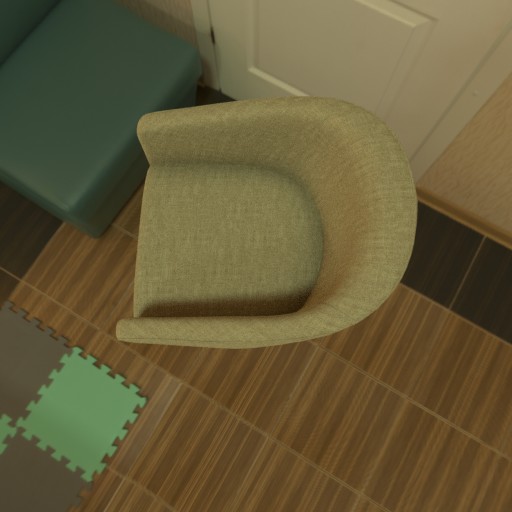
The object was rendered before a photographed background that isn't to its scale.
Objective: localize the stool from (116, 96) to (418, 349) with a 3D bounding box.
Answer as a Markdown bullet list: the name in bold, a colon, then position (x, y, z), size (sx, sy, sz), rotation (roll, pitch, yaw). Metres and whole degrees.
- **stool**: position (0.000, 0.000, 1.326), size (0.635, 0.952, 0.559), rotation (2, 76, 0)
